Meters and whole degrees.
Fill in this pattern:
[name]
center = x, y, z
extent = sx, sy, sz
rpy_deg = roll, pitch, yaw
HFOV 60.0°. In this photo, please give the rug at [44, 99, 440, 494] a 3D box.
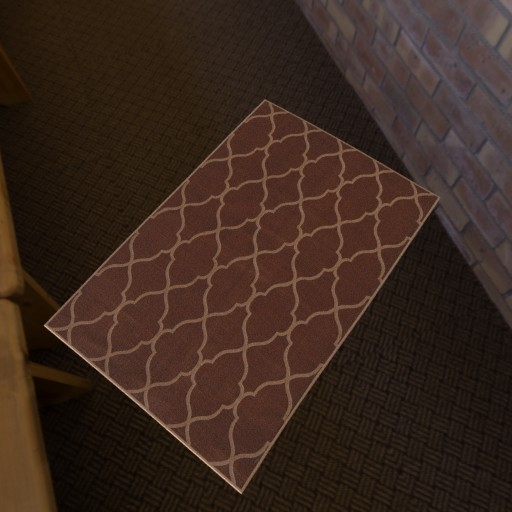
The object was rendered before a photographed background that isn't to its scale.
[rug]
center = 0.000, 0.000, 2.895
extent = 1.526, 0.014, 2.290
rpy_deg = 34, 69, 15
